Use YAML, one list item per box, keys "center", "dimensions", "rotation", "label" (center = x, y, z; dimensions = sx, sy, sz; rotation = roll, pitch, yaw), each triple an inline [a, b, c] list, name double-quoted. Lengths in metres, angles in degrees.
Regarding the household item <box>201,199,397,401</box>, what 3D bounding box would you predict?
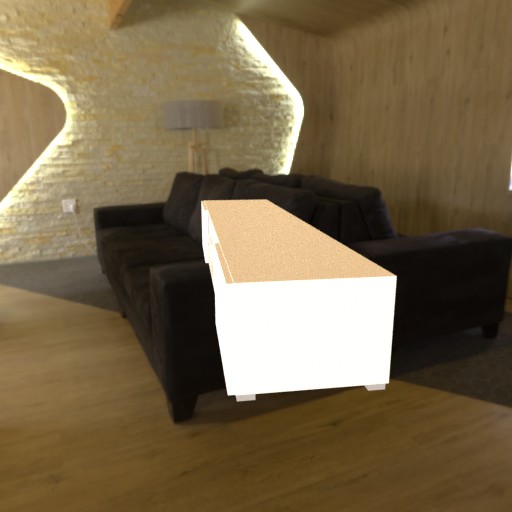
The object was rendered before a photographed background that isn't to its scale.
- center: [0.000, 0.000, 1.984]
  dimensions: [0.420, 0.310, 1.850]
  rotation: [-2, 13, -8]
  label: "household item"
